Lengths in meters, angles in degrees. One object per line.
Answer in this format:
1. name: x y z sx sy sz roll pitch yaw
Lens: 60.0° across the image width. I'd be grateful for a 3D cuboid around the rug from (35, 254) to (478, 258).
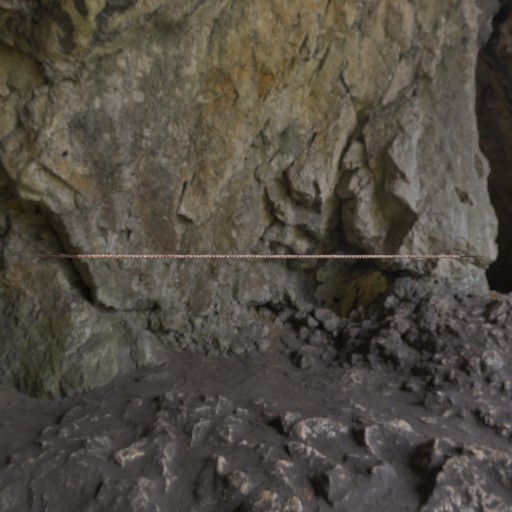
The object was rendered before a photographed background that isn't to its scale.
1. rug: 0.000 0.000 2.036 1.718 0.017 0.905 0 0 -19
